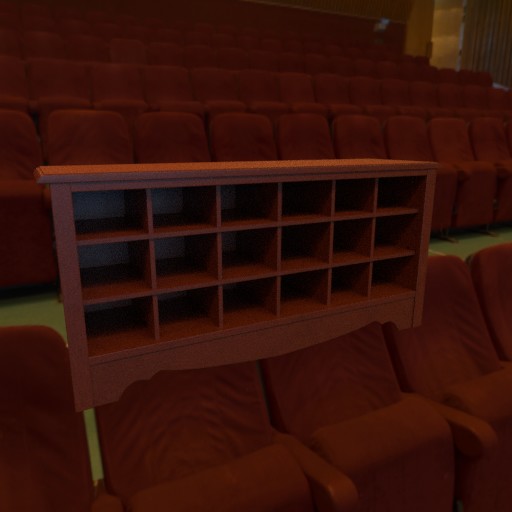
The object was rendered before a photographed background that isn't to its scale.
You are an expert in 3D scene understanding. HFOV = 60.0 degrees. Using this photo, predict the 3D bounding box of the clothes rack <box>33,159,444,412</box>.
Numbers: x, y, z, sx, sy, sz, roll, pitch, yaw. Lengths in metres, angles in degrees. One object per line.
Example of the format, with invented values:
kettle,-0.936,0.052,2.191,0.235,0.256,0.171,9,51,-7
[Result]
clothes rack,0.000,0.000,1.462,1.251,0.594,0.362,-7,16,-26
